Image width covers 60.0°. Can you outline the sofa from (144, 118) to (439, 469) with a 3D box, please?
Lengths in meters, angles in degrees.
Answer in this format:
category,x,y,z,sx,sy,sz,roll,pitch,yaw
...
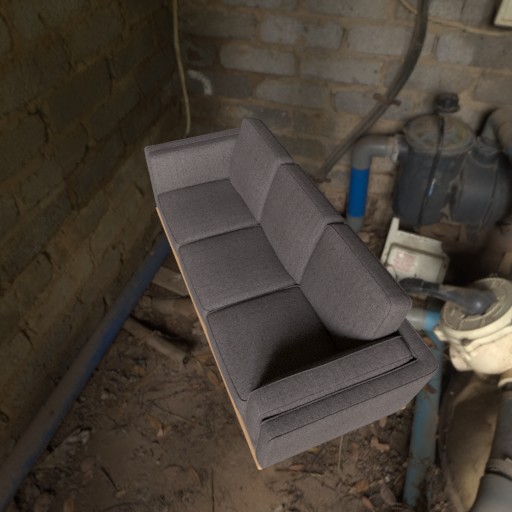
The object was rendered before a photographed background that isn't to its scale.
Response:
category,x,y,z,sx,sy,sz,roll,pitch,yaw
sofa,0.000,0.000,2.799,0.903,0.899,2.362,-16,47,-15
